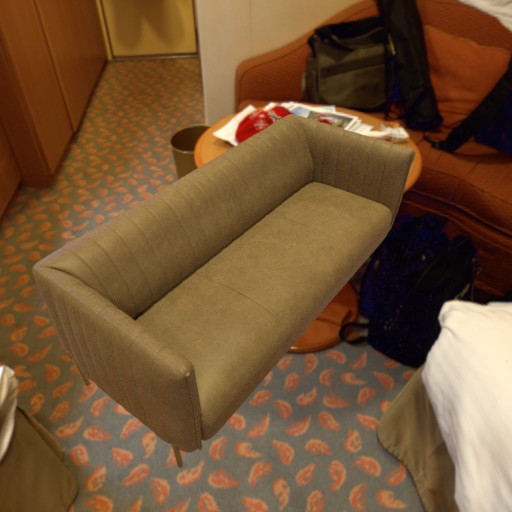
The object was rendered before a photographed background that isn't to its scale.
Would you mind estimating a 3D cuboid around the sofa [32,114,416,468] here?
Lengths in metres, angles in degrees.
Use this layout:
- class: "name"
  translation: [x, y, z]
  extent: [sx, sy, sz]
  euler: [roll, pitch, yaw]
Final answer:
- class: "sofa"
  translation: [0.000, 0.000, 2.401]
  extent: [0.876, 0.779, 1.980]
  euler: [26, 47, 27]
